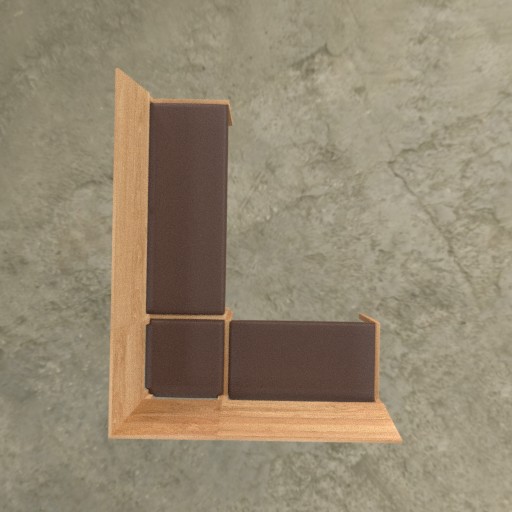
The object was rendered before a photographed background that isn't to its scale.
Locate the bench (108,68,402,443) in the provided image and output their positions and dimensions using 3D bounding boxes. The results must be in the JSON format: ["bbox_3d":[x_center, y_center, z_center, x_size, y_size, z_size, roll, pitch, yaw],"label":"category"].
[{"bbox_3d":[0.000,0.000,2.770,1.549,0.890,1.975,0,90,0],"label":"bench"}]
